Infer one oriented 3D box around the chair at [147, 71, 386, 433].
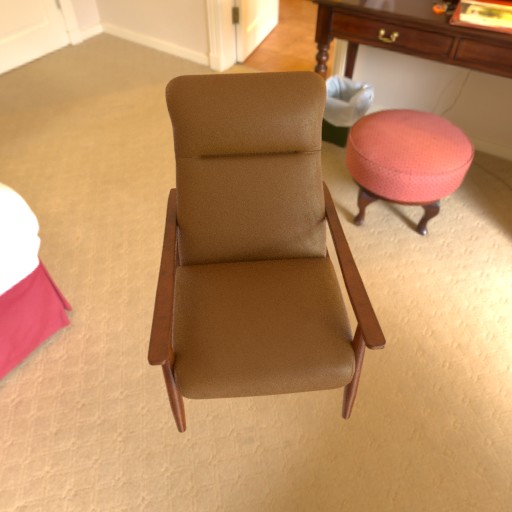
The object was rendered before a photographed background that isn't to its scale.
[{"bbox_3d":[0.000,0.000,1.804,0.762,1.082,1.014,-3,47,-3],"label":"chair"}]
